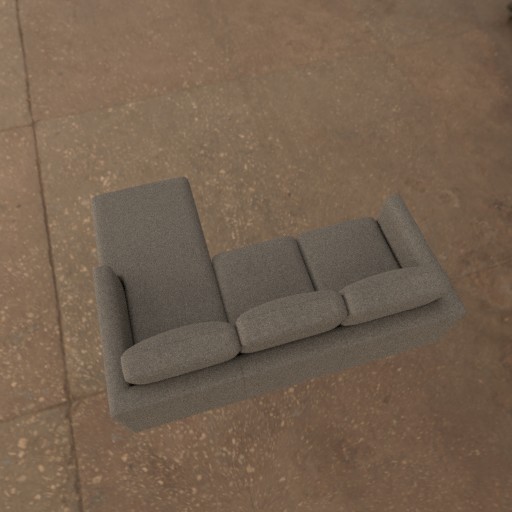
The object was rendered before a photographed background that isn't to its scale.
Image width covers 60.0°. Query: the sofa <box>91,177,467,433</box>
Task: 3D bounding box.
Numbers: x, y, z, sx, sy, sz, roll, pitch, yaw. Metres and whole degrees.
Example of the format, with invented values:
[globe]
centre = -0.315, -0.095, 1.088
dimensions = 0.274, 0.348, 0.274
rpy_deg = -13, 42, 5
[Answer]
[sofa]
centre = 0.000, 0.000, 2.988
dimensions = 2.055, 0.957, 1.667
rpy_deg = -14, 61, -8
